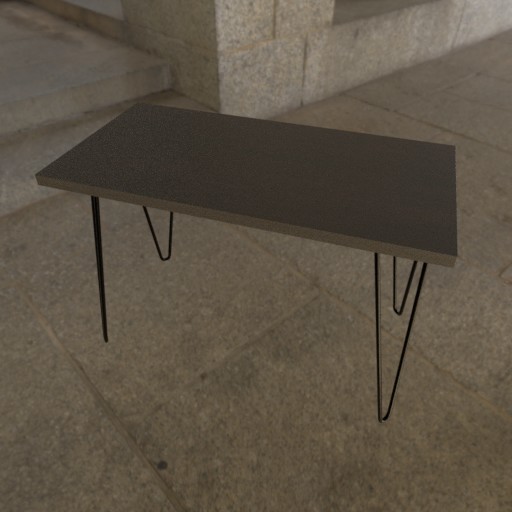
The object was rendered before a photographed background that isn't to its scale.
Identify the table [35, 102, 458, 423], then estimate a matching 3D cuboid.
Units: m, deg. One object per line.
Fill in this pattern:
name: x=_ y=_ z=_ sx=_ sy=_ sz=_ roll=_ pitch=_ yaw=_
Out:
table: x=0.000 y=0.000 z=1.372 sx=0.991 sy=0.660 sz=0.499 roll=12 pitch=42 yaw=14
